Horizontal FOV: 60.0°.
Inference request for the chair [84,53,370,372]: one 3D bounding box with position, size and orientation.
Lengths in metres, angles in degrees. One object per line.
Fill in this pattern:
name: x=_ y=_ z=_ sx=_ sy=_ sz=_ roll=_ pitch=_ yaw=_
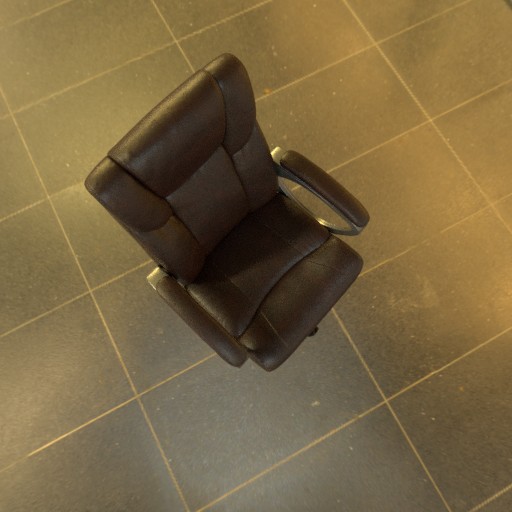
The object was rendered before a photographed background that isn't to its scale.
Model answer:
chair: x=0.000 y=0.000 z=1.537 sx=0.692 sy=1.128 sz=0.656 roll=41 pitch=79 yaw=10
